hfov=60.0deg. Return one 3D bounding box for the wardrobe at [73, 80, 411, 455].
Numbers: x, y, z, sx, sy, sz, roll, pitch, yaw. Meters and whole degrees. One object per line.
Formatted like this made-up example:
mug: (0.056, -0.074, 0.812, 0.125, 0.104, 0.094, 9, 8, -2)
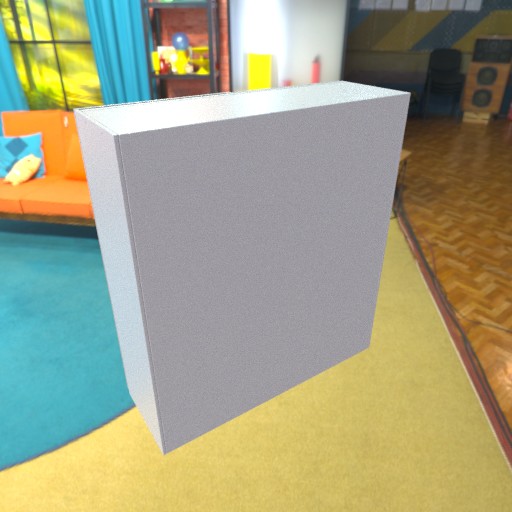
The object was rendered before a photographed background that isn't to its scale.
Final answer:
wardrobe: (0.000, 0.000, 2.894, 1.780, 1.960, 0.629, -18, 34, -29)
